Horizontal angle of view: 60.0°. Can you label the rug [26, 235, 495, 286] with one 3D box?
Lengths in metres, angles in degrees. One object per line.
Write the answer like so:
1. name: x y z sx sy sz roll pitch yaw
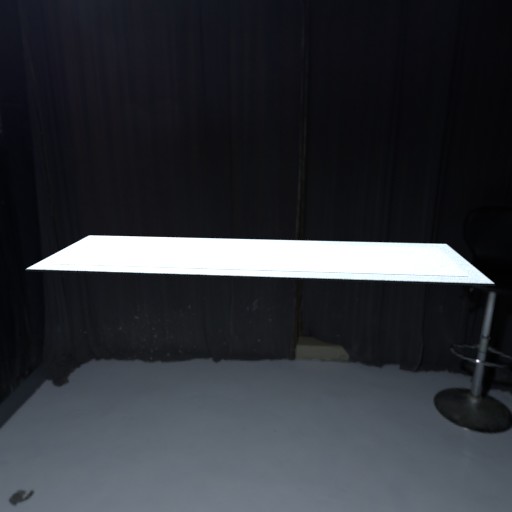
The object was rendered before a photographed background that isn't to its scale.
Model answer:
1. rug: 0.000 0.000 2.640 2.430 0.012 0.759 2 17 5
